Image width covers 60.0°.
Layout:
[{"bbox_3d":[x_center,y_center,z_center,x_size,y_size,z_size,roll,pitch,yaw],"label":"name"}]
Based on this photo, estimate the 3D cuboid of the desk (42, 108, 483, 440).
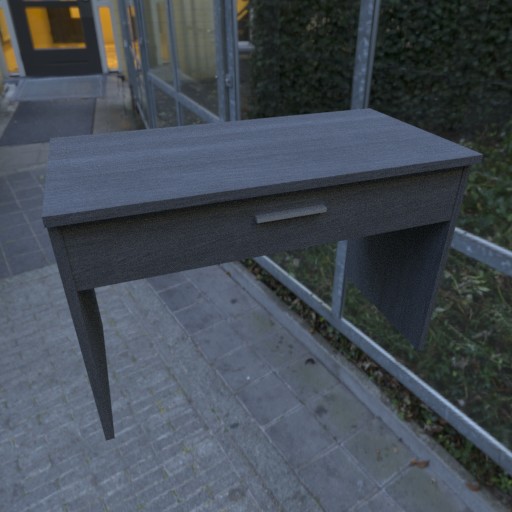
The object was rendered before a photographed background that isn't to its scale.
[{"bbox_3d":[0.000,0.000,1.444,1.099,0.729,0.557,-11,33,-17],"label":"desk"}]
